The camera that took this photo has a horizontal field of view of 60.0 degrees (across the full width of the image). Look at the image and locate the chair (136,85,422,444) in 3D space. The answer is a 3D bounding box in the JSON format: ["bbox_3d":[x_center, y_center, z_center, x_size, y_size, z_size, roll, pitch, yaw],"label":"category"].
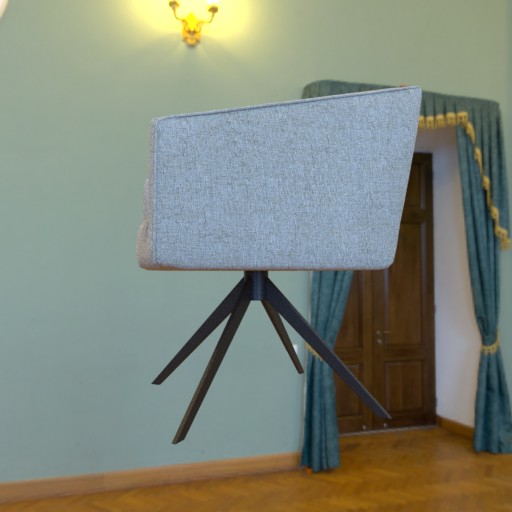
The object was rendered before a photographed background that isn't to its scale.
[{"bbox_3d":[0.000,0.000,1.196,0.623,0.760,0.628,1,-2,-15],"label":"chair"}]
